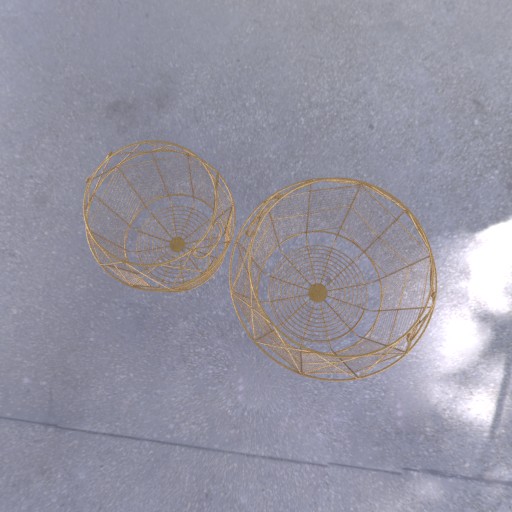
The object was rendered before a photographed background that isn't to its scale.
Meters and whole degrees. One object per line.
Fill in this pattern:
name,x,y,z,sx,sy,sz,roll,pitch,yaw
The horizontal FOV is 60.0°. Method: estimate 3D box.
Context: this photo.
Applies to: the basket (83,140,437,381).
basket,0.000,0.000,1.049,0.805,0.343,0.451,19,76,5
